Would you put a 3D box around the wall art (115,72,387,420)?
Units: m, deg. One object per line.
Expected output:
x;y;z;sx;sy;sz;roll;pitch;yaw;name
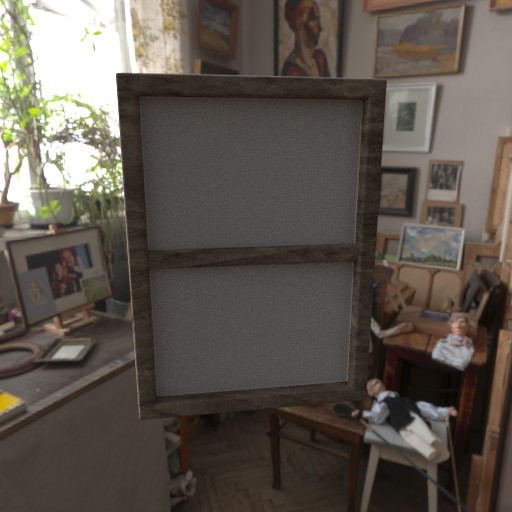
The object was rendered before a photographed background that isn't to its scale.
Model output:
0.000;0.000;0.800;0.443;0.605;0.035;-2;14;-9;wall art
